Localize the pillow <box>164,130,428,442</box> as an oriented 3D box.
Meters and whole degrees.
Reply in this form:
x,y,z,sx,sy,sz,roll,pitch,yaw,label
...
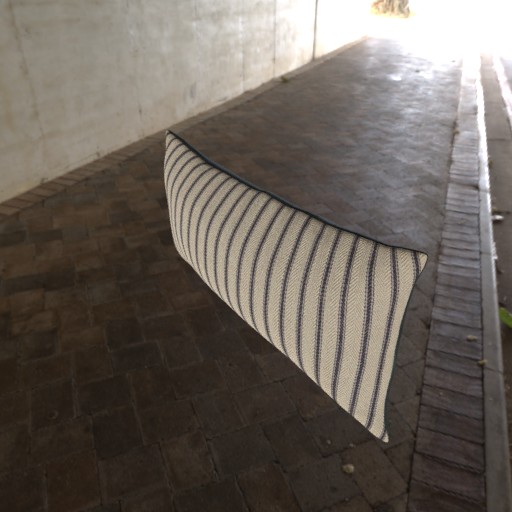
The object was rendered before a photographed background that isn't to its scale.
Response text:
x,y,z,sx,sy,sz,roll,pitch,yaw,label
0.000,0.000,0.734,0.151,0.305,0.609,-20,36,-29,pillow
